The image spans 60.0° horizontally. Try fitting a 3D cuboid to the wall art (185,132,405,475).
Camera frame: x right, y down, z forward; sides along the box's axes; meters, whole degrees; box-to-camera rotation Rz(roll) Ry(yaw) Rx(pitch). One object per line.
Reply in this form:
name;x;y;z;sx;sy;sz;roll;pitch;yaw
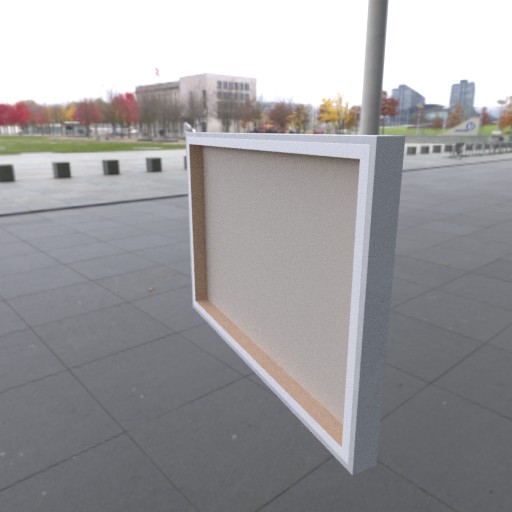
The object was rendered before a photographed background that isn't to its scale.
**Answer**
wall art;0.000;0.000;0.765;0.038;0.407;0.609;-8;18;-26
